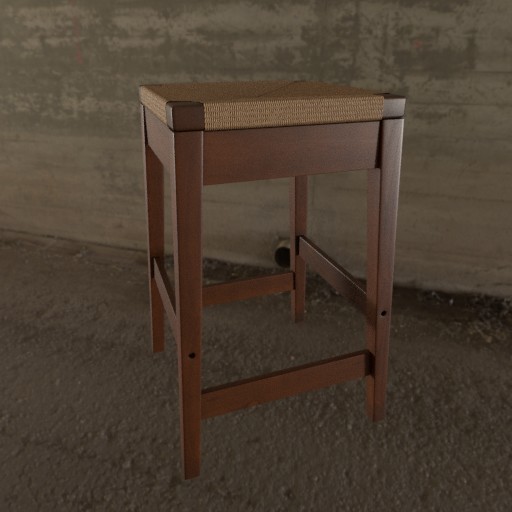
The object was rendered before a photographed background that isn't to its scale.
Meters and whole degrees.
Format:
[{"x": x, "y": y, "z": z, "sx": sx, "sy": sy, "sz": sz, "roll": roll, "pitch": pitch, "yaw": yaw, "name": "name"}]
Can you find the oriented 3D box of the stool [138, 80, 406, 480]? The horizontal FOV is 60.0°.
[{"x": 0.000, "y": 0.000, "z": 1.076, "sx": 0.507, "sy": 0.762, "sz": 0.497, "roll": -9, "pitch": 27, "yaw": -18, "name": "stool"}]
